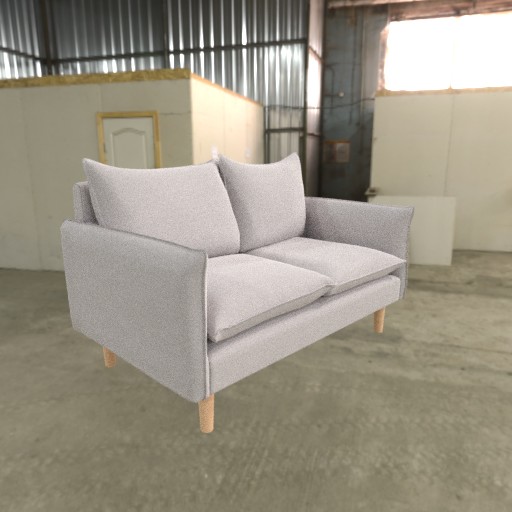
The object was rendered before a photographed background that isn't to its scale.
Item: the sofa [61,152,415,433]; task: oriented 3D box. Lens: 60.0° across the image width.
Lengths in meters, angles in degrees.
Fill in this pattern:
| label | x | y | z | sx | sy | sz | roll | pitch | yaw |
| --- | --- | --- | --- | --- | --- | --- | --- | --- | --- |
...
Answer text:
| label | x | y | z | sx | sy | sz | roll | pitch | yaw |
| --- | --- | --- | --- | --- | --- | --- | --- | --- | --- |
| sofa | 0.000 | 0.000 | 1.871 | 0.820 | 0.840 | 1.300 | 13 | 19 | 43 |
